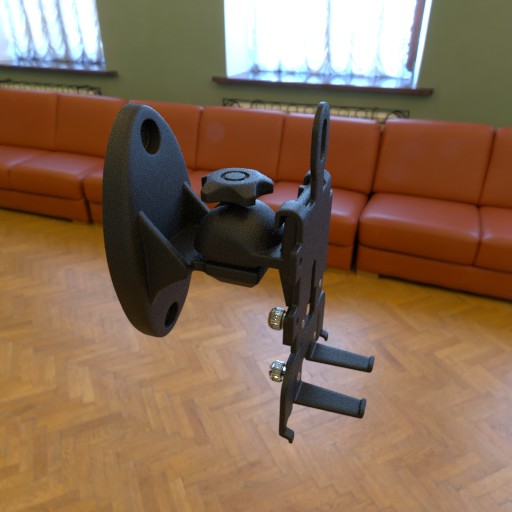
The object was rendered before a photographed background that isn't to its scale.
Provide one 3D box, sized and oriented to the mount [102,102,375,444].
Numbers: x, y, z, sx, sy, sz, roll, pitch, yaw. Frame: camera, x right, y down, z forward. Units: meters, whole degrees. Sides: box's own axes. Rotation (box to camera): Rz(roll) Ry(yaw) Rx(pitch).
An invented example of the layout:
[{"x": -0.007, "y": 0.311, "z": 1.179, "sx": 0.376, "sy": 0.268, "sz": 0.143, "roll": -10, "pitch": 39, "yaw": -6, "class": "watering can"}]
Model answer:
[{"x": 0.000, "y": 0.000, "z": 0.173, "sx": 0.100, "sy": 0.118, "sz": 0.066, "roll": 10, "pitch": 31, "yaw": 17, "class": "mount"}]
